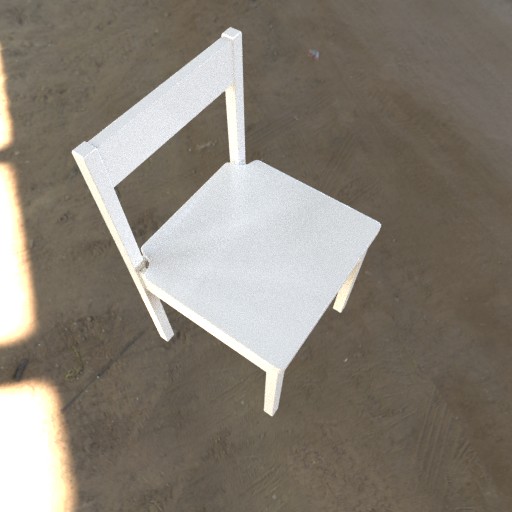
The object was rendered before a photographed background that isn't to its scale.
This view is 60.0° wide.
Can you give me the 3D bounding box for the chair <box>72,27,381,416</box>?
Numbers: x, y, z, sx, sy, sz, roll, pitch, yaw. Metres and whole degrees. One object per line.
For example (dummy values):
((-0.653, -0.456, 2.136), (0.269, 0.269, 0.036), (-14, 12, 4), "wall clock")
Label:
((0.000, 0.000, 0.899), (0.361, 0.668, 0.367), (31, 63, 18), "chair")
